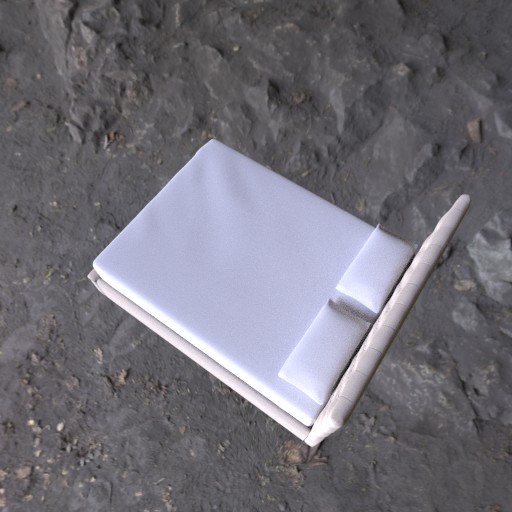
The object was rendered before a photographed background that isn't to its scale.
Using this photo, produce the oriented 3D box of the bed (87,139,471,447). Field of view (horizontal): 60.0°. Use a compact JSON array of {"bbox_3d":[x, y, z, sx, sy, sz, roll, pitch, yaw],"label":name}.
[{"bbox_3d":[0.000,0.000,3.415,2.233,1.426,1.696,32,67,15],"label":"bed"}]
